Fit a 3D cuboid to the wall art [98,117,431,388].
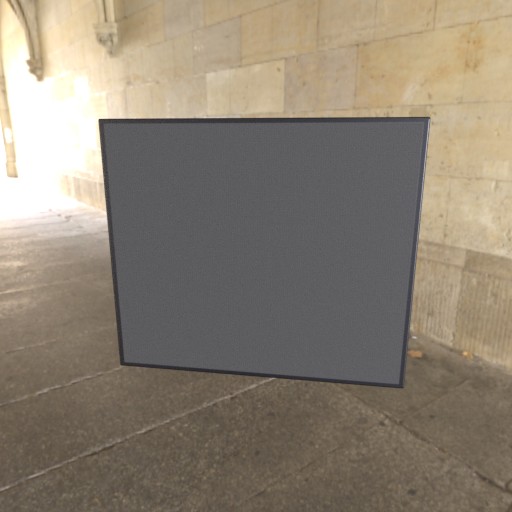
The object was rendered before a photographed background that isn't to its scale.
[{"bbox_3d":[0.000,0.000,0.757,0.521,0.450,0.018,2,15,9],"label":"wall art"}]
